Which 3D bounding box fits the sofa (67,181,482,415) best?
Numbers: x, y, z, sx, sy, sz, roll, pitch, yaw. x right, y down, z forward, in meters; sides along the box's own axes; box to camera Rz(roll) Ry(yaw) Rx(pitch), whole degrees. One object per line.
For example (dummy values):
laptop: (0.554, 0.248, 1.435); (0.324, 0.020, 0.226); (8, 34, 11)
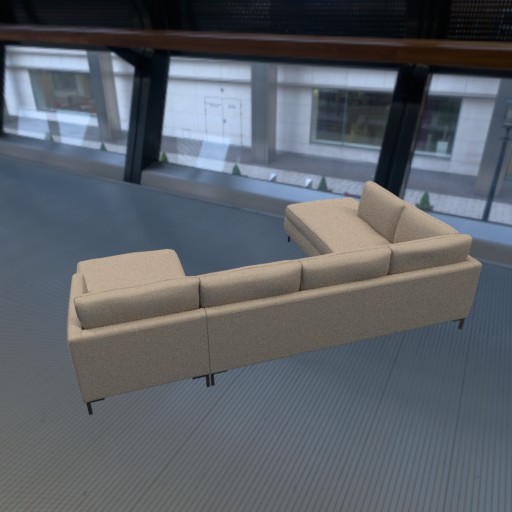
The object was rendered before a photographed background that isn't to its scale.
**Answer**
sofa: (0.000, 0.000, 3.545); (2.737, 0.756, 1.879); (-9, 29, -16)
